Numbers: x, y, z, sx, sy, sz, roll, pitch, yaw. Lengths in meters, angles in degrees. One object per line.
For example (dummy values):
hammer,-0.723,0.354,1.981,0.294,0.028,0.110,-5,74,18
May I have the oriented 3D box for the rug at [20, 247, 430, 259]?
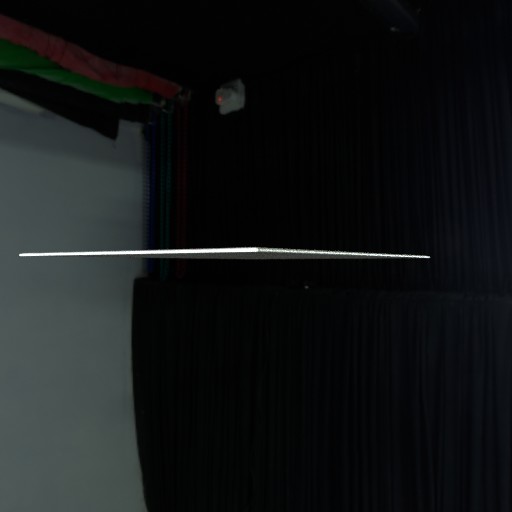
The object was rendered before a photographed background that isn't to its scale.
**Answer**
rug,0.000,0.000,2.846,1.598,0.014,2.202,-1,-1,35
